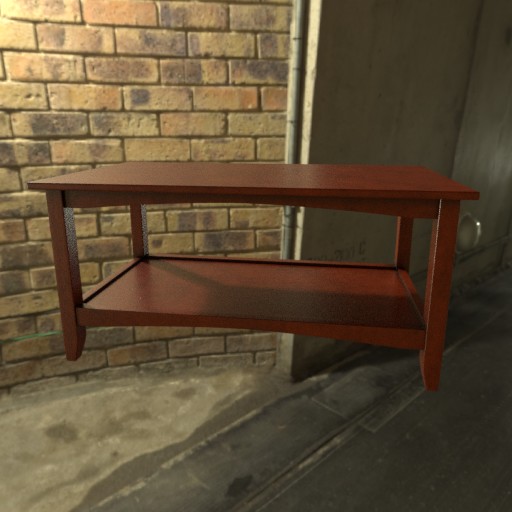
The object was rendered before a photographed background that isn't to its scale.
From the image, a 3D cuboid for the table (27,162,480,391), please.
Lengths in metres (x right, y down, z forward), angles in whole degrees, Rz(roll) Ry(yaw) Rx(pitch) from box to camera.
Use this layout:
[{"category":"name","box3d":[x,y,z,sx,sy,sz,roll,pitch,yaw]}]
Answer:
[{"category":"table","box3d":[0.000,0.000,1.226,0.943,0.456,0.533,3,17,8]}]
